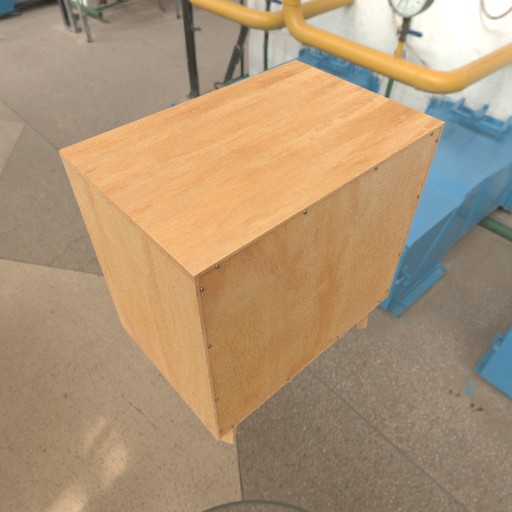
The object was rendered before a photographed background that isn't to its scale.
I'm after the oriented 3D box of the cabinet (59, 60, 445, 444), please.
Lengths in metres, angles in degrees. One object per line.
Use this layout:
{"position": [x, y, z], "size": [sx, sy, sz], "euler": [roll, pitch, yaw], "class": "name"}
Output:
{"position": [0.000, 0.000, 0.973], "size": [0.551, 0.599, 0.394], "euler": [-33, 54, -28], "class": "cabinet"}
